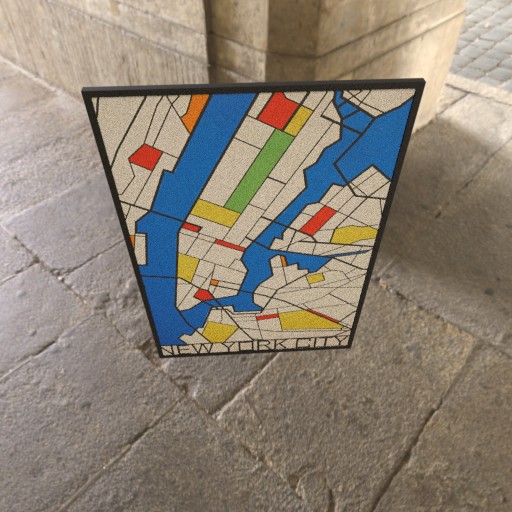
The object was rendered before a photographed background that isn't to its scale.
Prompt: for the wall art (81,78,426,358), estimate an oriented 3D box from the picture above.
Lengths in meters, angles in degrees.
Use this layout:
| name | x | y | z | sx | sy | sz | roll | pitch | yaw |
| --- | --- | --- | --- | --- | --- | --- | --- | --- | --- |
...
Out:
| name | x | y | z | sx | sy | sz | roll | pitch | yaw |
| --- | --- | --- | --- | --- | --- | --- | --- | --- | --- |
| wall art | 0.000 | 0.000 | 0.826 | 0.457 | 0.657 | 0.013 | -2 | 46 | -2 |
